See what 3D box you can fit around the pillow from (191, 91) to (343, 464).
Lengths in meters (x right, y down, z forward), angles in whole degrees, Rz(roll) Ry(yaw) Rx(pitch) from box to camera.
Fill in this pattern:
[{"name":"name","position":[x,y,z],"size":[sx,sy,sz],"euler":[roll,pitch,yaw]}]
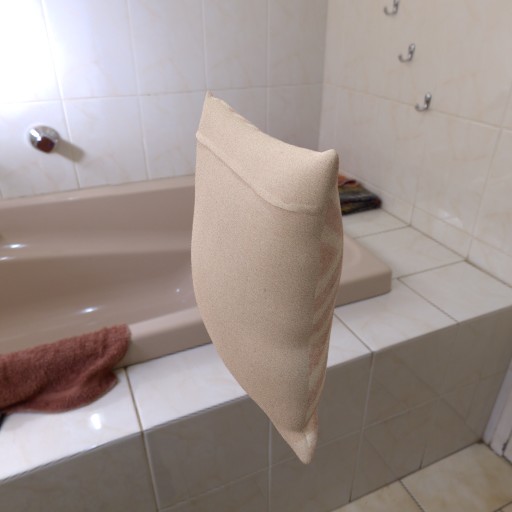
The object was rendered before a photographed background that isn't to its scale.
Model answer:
[{"name":"pillow","position":[0.000,0.000,0.691],"size":[0.182,0.441,0.440],"euler":[-11,31,-19]}]
